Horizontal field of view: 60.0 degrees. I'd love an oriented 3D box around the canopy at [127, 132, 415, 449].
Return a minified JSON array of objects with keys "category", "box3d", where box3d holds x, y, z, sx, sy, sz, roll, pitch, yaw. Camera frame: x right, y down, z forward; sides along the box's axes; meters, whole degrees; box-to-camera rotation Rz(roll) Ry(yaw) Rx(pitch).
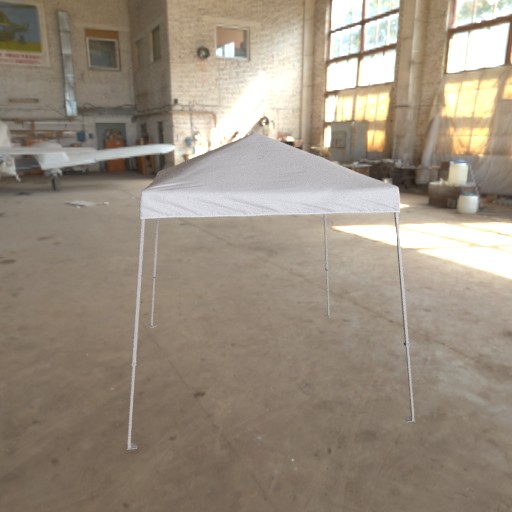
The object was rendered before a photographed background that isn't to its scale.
[{"category":"canopy","box3d":[0.000,0.000,5.303,2.849,2.849,2.848,-2,15,-8]}]
